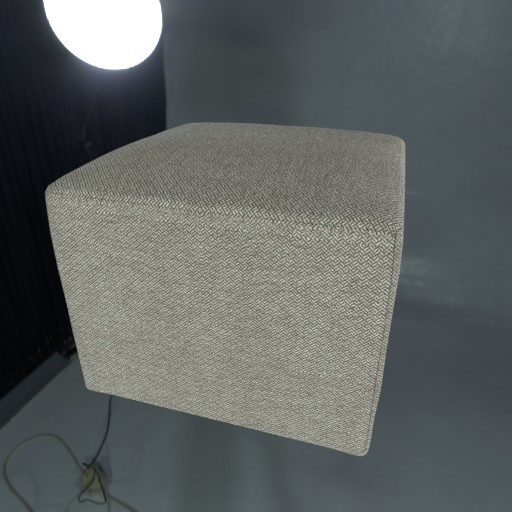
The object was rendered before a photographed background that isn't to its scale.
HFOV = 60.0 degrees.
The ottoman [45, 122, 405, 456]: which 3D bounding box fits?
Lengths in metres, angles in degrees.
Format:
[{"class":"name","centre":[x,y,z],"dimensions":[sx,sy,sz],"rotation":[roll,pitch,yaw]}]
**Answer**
[{"class":"ottoman","centre":[0.000,0.000,0.875],"dimensions":[0.519,0.453,0.512],"rotation":[8,28,15]}]
